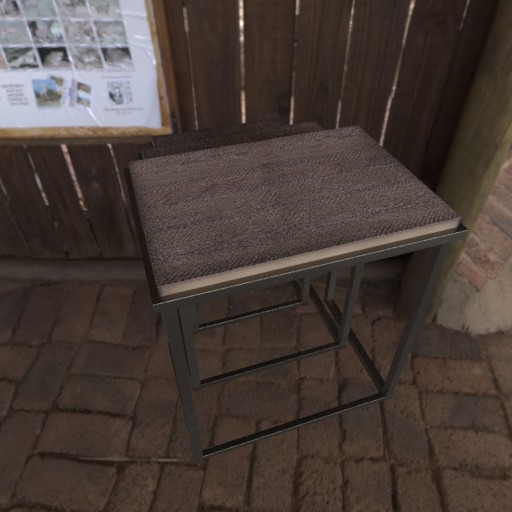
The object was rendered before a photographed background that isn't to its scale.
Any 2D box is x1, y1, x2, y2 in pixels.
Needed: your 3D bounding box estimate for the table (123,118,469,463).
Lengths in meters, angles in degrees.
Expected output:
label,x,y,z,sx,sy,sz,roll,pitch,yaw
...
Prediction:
label,x,y,z,sx,sy,sz,roll,pitch,yaw
table,0.000,0.000,1.157,0.559,0.610,0.706,-13,43,-14
